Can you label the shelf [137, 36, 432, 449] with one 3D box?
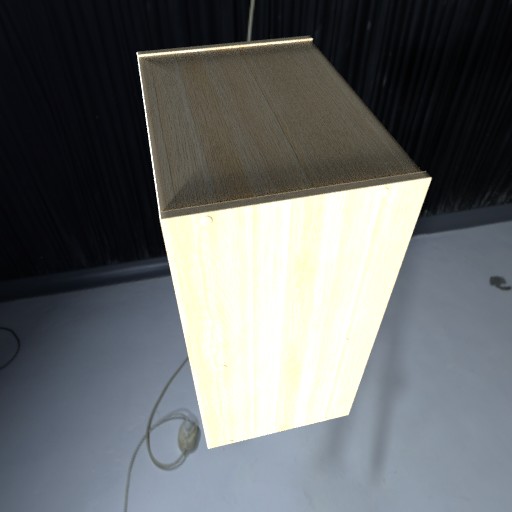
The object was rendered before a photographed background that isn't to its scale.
[{"bbox_3d":[0.000,0.000,0.804,0.290,0.592,0.414,-10,47,-9],"label":"shelf"}]
